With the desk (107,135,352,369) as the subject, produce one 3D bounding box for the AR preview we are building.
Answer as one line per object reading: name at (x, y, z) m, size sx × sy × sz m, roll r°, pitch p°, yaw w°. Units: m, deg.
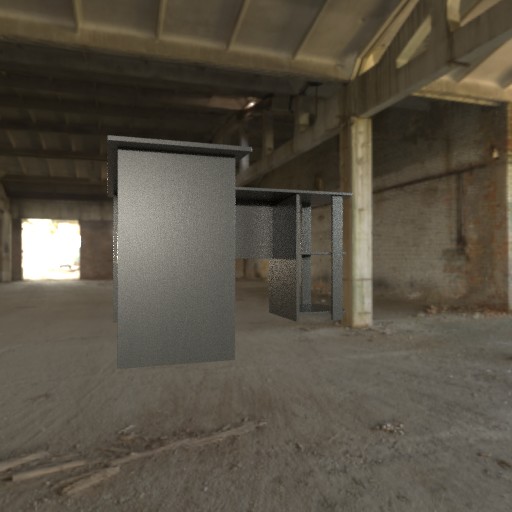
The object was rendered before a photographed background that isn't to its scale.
desk at (0.000, 0.000, 2.142) m, size 1.361 × 0.716 × 1.303 m, roll 0°, pitch 0°, yaw -19°
